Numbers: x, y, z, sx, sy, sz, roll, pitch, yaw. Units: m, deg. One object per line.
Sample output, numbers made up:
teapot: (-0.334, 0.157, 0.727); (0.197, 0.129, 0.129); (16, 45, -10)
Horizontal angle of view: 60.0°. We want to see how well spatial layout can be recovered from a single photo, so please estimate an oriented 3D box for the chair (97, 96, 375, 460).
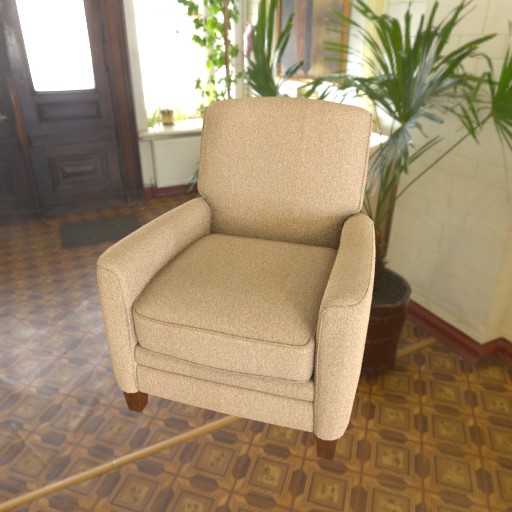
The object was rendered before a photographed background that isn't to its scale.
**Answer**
chair: (0.000, 0.000, 1.617); (0.848, 1.014, 0.864); (8, 27, 15)
